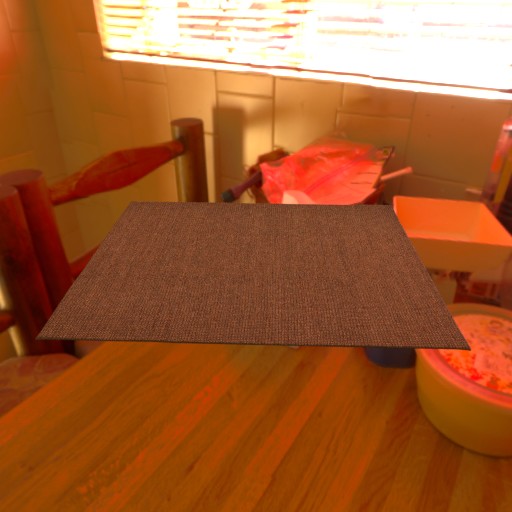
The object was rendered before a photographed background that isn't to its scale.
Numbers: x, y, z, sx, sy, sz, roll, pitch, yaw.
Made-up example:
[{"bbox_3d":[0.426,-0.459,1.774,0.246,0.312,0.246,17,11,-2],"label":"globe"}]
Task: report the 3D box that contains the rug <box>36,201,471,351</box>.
[{"bbox_3d":[0.000,0.000,4.156,3.068,0.021,2.456,1,30,2],"label":"rug"}]
